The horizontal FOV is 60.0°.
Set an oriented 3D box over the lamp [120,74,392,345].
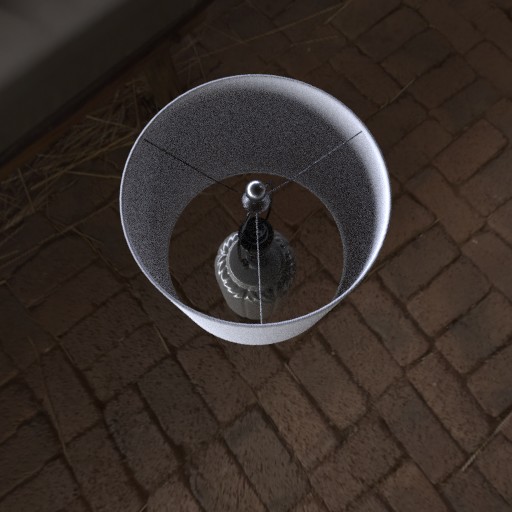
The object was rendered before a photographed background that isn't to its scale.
[{"bbox_3d":[0.000,0.000,0.512,0.203,0.389,0.203,27,77,7],"label":"lamp"}]
